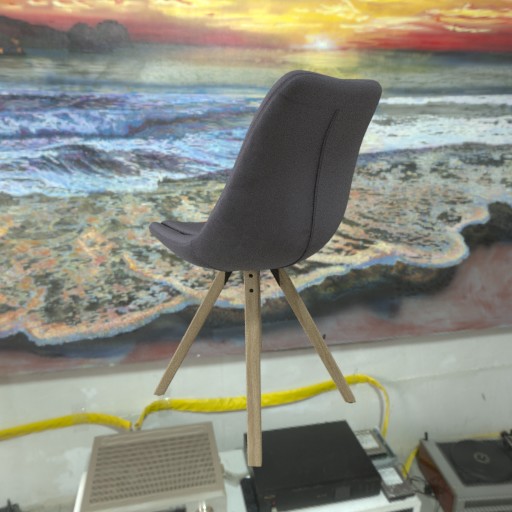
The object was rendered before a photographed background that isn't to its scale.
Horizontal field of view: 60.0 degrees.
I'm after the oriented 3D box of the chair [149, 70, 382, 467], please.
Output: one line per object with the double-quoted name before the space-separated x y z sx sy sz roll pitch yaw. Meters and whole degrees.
"chair" 0.000 0.000 1.194 0.483 0.865 0.547 -14 21 -41
